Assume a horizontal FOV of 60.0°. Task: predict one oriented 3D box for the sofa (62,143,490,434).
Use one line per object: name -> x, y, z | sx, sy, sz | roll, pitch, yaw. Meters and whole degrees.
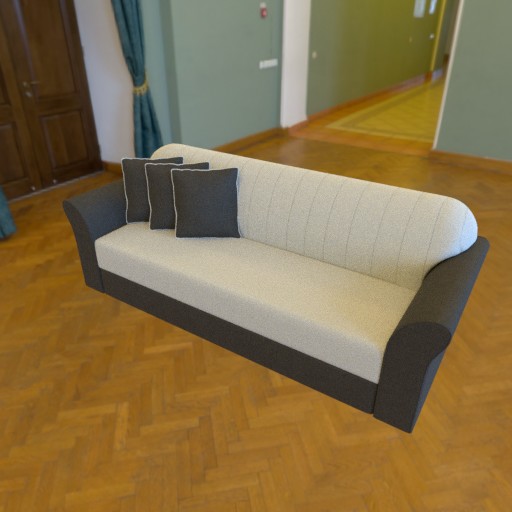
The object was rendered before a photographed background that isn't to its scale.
sofa -> 0.000, 0.000, 2.270 | 2.001, 0.787, 0.755 | 18, 34, 28
